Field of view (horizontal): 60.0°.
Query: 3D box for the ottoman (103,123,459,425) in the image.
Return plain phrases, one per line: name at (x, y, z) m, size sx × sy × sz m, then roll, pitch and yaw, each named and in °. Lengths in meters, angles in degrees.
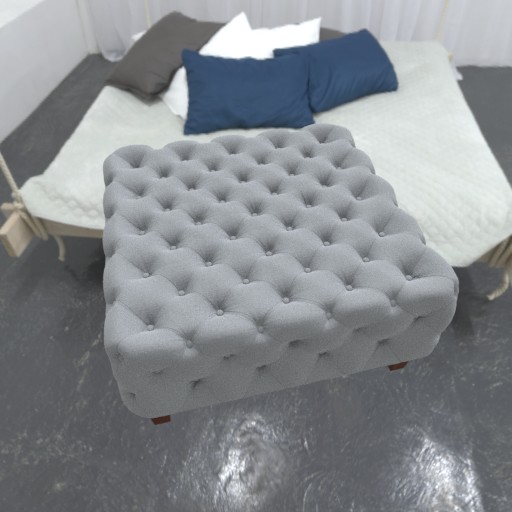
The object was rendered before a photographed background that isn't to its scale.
ottoman at (0.000, 0.000, 1.216) m, size 0.764 × 0.365 × 0.758 m, roll -10°, pitch 46°, yaw -9°
